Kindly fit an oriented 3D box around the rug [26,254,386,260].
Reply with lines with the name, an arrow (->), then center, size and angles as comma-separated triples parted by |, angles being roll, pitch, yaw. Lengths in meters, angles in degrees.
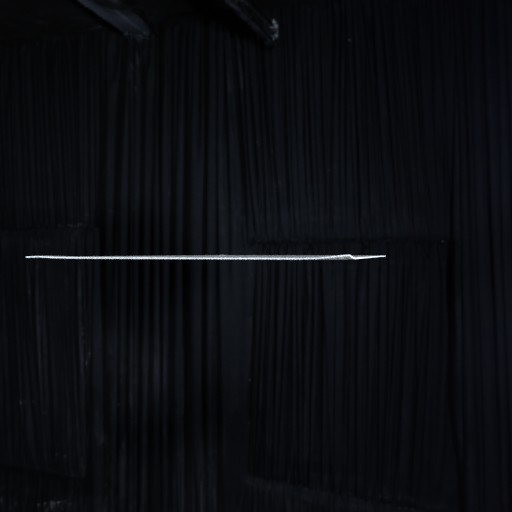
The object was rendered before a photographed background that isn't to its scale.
rug -> 0.000, 0.000, 2.324 | 1.209, 0.019, 1.828 | 0, 0, 19
